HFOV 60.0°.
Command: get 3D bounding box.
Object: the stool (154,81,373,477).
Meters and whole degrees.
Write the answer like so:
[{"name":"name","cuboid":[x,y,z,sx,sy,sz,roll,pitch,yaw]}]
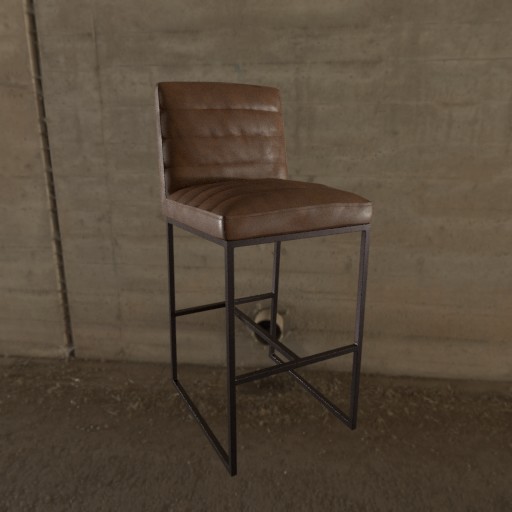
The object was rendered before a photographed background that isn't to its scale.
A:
[{"name":"stool","cuboid":[0.000,0.000,1.395,0.463,1.065,0.562,-8,18,-27]}]
